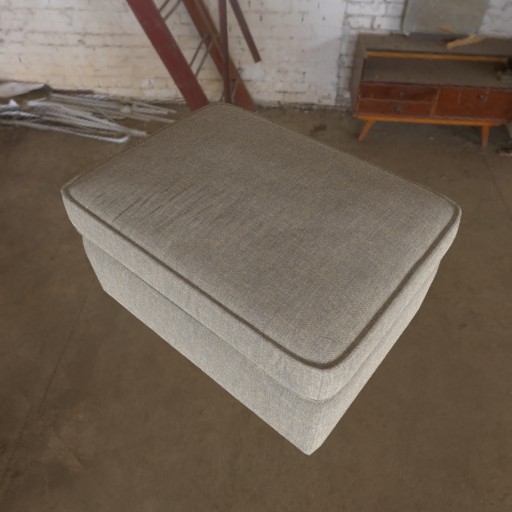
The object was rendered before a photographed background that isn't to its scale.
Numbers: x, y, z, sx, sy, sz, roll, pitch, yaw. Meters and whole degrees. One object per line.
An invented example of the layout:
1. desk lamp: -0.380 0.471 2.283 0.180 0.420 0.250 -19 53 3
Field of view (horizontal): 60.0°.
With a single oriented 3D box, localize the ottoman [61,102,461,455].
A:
1. ottoman: 0.000 0.000 1.110 0.762 0.457 0.559 31 54 26
